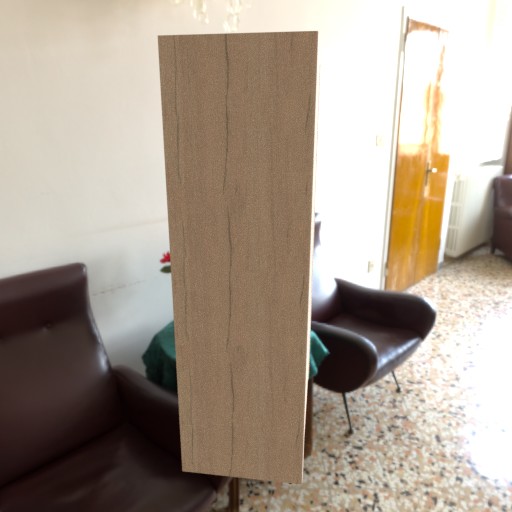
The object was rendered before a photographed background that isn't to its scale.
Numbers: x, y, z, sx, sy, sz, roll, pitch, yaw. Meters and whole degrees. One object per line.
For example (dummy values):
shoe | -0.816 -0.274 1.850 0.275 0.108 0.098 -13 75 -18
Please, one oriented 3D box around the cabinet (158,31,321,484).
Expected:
cabinet | 0.000 0.000 2.305 0.580 1.930 0.980 2 17 8
